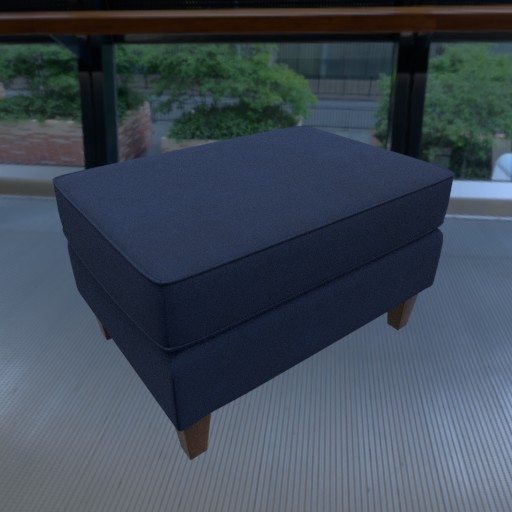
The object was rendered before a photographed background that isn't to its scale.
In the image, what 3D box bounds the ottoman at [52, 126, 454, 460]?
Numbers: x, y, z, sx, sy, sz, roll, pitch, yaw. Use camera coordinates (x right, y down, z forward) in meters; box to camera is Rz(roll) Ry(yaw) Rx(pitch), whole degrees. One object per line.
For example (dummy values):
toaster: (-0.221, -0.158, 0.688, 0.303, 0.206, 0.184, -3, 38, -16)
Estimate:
ottoman: (0.000, 0.000, 1.369, 0.965, 0.584, 0.686, -21, 37, -31)
